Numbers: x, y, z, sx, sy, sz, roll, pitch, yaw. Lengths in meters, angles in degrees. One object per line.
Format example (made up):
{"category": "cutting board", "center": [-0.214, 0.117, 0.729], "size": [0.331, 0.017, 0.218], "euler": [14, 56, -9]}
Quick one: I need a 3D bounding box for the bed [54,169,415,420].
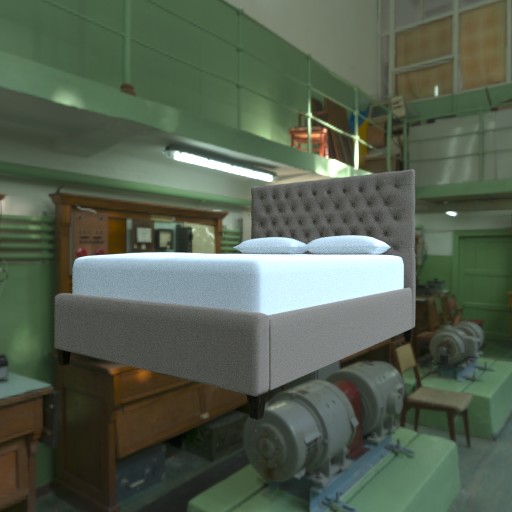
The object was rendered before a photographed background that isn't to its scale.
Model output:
{"category": "bed", "center": [0.000, 0.000, 3.304], "size": [1.696, 1.426, 2.233], "euler": [0, 1, 36]}
